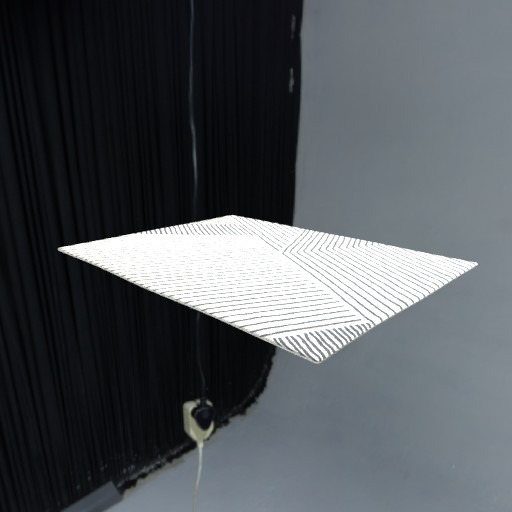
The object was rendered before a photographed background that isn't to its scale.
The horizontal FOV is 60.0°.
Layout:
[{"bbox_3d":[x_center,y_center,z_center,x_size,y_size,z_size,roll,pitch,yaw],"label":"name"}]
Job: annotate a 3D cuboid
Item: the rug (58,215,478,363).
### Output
[{"bbox_3d":[0.000,0.000,3.194,2.449,0.028,1.829,15,22,42],"label":"rug"}]
